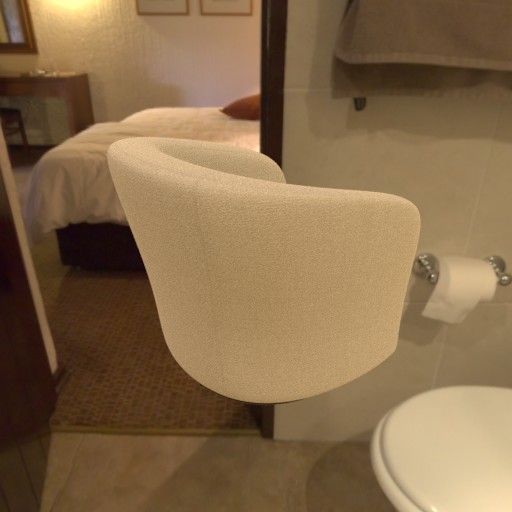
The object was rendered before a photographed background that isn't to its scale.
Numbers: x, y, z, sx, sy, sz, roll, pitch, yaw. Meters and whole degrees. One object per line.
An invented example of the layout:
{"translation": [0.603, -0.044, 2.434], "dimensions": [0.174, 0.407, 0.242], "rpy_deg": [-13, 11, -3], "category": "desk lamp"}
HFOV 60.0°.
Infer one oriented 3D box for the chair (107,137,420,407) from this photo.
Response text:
{"translation": [0.000, 0.000, 1.441], "dimensions": [0.815, 0.771, 0.791], "rpy_deg": [-18, 31, -32], "category": "chair"}
